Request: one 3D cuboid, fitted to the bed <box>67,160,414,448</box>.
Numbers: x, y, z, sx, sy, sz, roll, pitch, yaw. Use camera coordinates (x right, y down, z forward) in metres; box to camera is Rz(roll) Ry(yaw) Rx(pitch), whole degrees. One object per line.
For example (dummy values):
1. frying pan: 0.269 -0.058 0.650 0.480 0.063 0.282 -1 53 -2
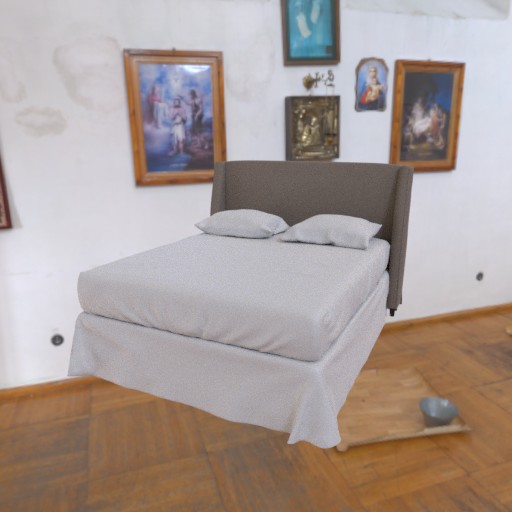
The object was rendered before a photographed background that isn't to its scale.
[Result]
1. bed: 0.000 0.000 3.370 1.925 1.332 2.276 7 16 25
